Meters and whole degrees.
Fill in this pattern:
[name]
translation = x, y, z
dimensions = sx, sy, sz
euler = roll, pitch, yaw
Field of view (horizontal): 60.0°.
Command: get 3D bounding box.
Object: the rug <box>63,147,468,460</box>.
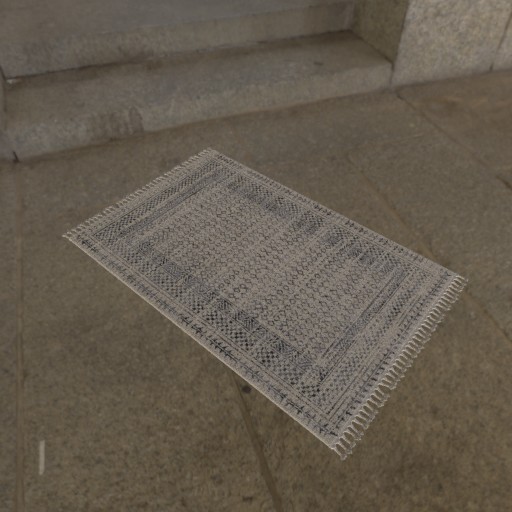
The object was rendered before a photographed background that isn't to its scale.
[rug]
translation = 0.000, 0.000, 3.127
dimensions = 2.486, 0.013, 1.548
euler = 32, 54, 27
